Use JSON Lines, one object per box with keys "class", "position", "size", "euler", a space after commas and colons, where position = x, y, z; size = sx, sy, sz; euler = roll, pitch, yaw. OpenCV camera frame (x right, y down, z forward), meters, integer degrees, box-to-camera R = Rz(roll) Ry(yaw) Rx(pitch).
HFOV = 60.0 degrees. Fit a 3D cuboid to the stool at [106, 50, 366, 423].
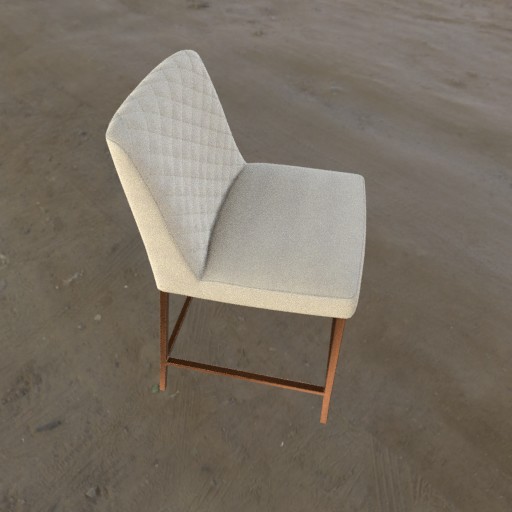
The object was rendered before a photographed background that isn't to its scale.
{"class": "stool", "position": [0.000, 0.000, 1.277], "size": [0.576, 0.973, 0.507], "euler": [9, 46, 8]}
